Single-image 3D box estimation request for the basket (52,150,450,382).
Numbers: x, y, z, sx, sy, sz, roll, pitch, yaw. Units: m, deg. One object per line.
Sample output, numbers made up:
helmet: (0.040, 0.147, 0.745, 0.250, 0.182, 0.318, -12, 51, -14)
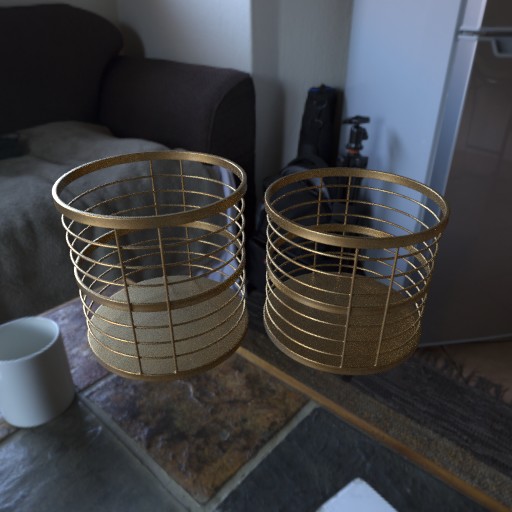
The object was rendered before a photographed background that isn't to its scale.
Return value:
basket: (0.000, 0.000, 0.934, 0.746, 0.351, 0.356, -1, 30, -2)
